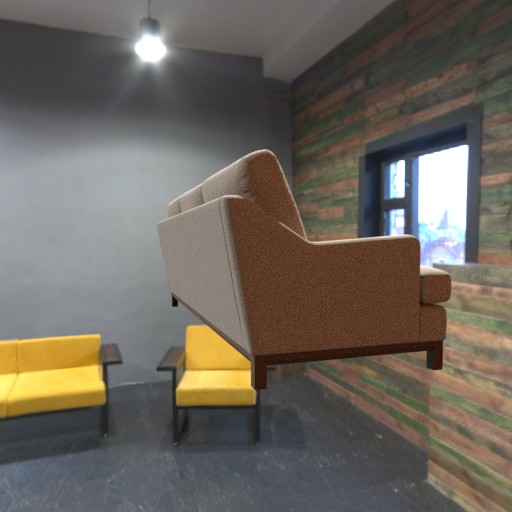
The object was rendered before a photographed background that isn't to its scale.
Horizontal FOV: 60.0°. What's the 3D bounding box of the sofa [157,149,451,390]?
[{"bbox_3d":[0.000,0.000,2.803,1.000,0.913,2.321,-1,2,-18],"label":"sofa"}]
